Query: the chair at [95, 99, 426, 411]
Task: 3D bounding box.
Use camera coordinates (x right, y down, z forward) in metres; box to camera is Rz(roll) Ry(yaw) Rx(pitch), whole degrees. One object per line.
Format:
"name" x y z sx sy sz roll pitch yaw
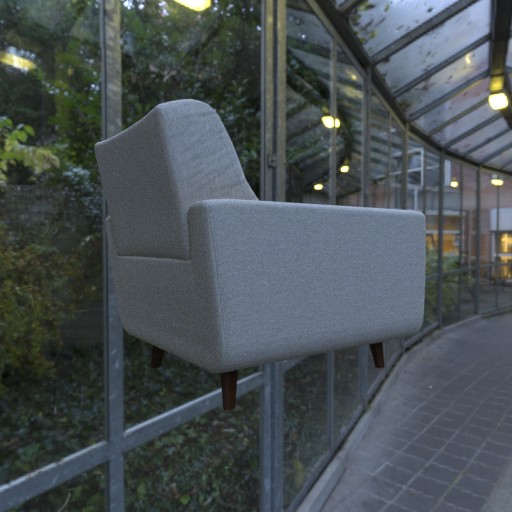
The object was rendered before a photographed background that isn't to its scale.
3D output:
"chair" 0.000 0.000 1.834 1.128 0.965 0.897 -1 2 -36
